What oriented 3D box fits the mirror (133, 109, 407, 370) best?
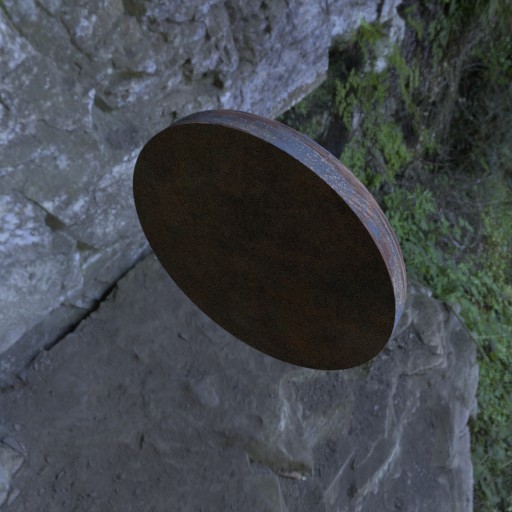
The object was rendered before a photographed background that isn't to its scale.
[{"bbox_3d":[0.000,0.000,0.878,0.585,0.585,0.061,25,52,22],"label":"mirror"}]
